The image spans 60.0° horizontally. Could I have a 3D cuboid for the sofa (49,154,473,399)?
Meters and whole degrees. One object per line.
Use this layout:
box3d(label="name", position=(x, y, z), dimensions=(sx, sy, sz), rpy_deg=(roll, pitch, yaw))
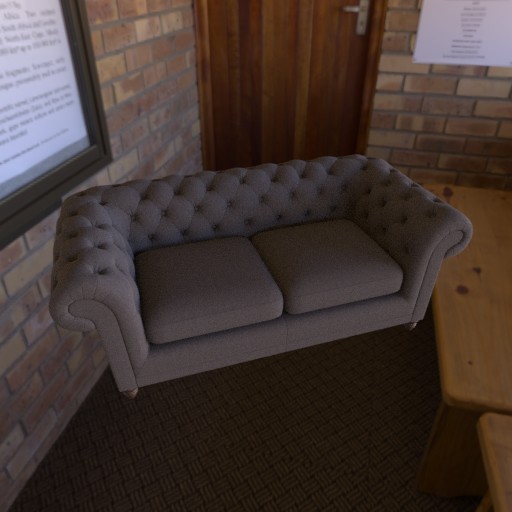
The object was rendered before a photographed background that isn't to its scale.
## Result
box3d(label="sofa", position=(0.000, 0.000, 2.473), dimensions=(1.998, 0.764, 0.986), rpy_deg=(-10, 34, -15))
